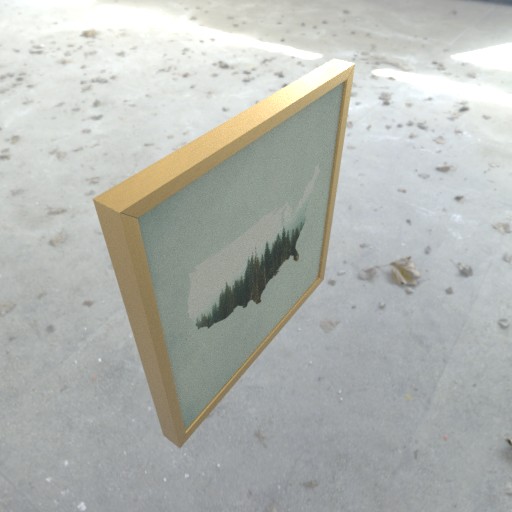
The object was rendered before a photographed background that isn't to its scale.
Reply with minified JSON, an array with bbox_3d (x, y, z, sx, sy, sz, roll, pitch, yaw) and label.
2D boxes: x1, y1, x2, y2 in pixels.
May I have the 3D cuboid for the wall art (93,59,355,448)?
[{"bbox_3d":[0.000,0.000,0.762,0.040,0.509,0.509,26,48,26],"label":"wall art"}]
